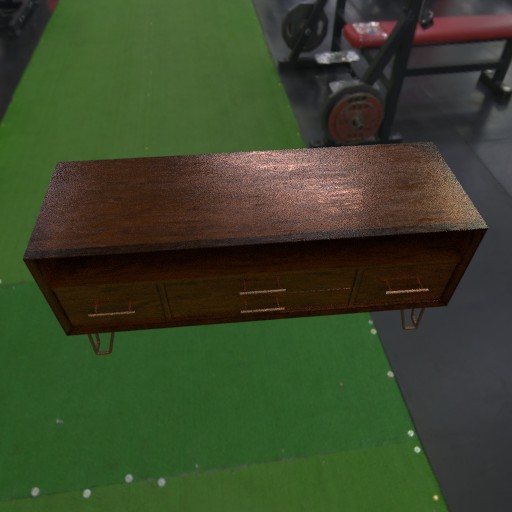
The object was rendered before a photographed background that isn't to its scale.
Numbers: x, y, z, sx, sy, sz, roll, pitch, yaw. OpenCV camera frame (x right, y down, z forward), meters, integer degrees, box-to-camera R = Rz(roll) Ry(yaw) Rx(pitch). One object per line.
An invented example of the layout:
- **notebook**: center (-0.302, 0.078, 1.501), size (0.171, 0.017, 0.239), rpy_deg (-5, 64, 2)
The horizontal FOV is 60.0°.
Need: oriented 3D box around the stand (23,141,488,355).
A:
- **stand**: center (0.000, 0.000, 1.679), size (1.372, 0.610, 0.481), rpy_deg (-4, 47, -4)
